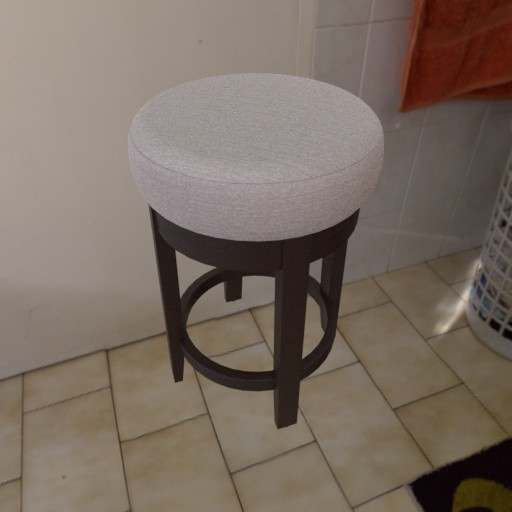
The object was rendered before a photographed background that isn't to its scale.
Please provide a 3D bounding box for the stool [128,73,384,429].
[{"bbox_3d":[0.000,0.000,0.957,0.443,0.672,0.443,0,40,0],"label":"stool"}]
